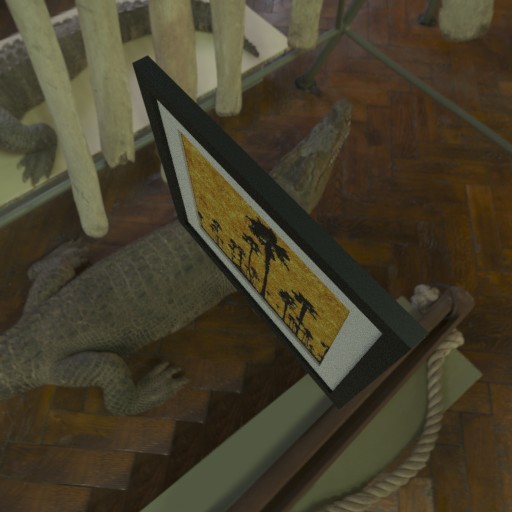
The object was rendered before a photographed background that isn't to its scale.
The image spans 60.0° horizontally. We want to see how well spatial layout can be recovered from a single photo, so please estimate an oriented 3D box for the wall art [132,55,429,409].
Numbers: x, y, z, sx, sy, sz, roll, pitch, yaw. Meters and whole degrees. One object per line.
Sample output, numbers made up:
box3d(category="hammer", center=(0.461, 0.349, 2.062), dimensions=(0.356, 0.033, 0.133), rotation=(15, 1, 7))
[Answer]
box3d(category="wall art", center=(0.000, 0.000, 0.778), dimensions=(0.028, 0.460, 0.561), rotation=(-36, 69, -16))
